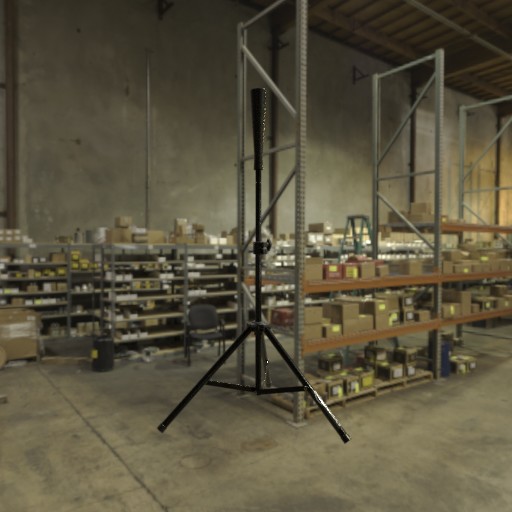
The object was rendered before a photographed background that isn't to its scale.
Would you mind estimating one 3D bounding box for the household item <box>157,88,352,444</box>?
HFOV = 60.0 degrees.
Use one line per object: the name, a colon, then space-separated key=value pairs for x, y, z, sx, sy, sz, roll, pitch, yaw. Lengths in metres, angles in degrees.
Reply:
household item: x=0.000 y=0.000 z=1.390 sx=0.559 sy=1.067 sz=0.559 roll=-1 pitch=2 yaw=-37
